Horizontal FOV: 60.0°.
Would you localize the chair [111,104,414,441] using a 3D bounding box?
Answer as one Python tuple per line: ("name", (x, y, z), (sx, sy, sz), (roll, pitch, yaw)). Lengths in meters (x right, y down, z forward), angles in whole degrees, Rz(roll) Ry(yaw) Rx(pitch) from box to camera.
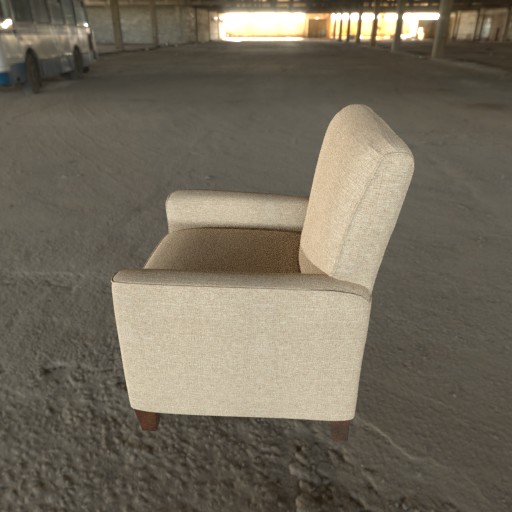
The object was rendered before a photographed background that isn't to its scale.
("chair", (0.000, 0.000, 1.639), (0.858, 1.028, 0.841), (2, 27, 3))
